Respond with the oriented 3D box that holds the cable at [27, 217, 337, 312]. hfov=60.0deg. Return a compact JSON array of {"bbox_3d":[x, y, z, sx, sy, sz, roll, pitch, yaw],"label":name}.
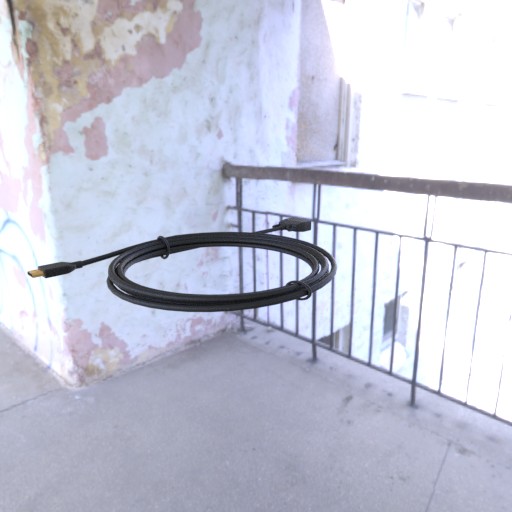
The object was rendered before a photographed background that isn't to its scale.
[{"bbox_3d":[0.000,0.000,0.508,0.422,0.030,0.257,-15,21,-42],"label":"cable"}]
